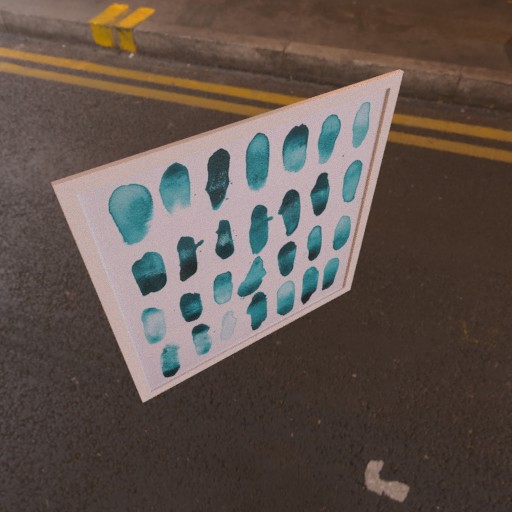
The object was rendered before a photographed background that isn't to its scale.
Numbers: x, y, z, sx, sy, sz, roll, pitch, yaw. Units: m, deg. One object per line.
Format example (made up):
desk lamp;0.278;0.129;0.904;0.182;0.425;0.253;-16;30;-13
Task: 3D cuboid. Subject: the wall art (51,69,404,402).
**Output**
wall art;0.000;0.000;1.188;0.812;0.813;0.013;-25;51;-22
